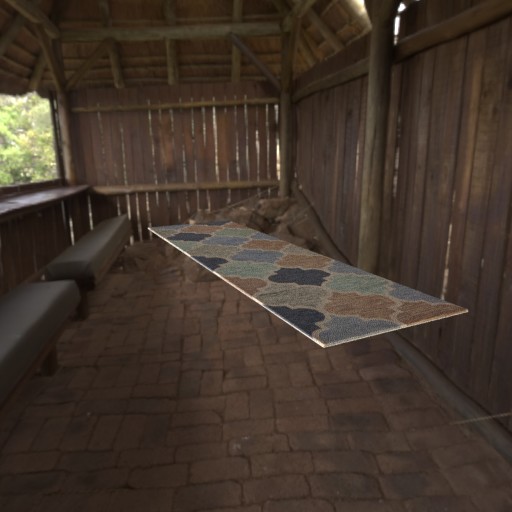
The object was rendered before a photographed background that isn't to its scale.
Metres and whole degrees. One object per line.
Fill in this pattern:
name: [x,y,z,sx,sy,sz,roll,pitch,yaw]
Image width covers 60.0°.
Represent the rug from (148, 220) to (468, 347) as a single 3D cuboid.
rug: [0.000,0.000,2.559,0.687,0.011,2.287,-7,16,-26]
